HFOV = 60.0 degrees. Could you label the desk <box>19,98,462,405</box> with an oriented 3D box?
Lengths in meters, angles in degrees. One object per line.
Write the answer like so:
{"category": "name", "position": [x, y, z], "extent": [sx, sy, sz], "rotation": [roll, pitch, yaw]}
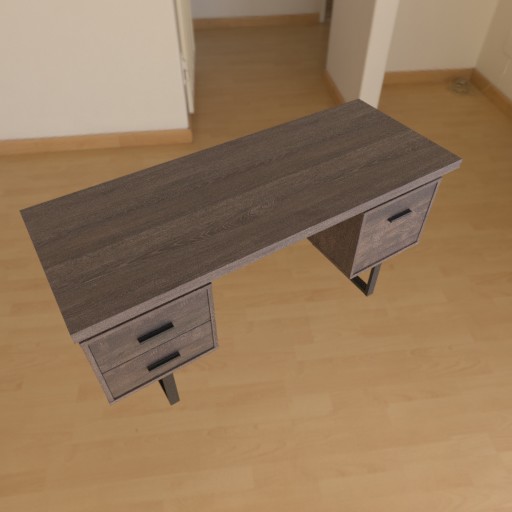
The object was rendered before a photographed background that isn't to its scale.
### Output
{"category": "desk", "position": [0.000, 0.000, 1.885], "extent": [1.524, 0.760, 0.600], "rotation": [-24, 50, -22]}
